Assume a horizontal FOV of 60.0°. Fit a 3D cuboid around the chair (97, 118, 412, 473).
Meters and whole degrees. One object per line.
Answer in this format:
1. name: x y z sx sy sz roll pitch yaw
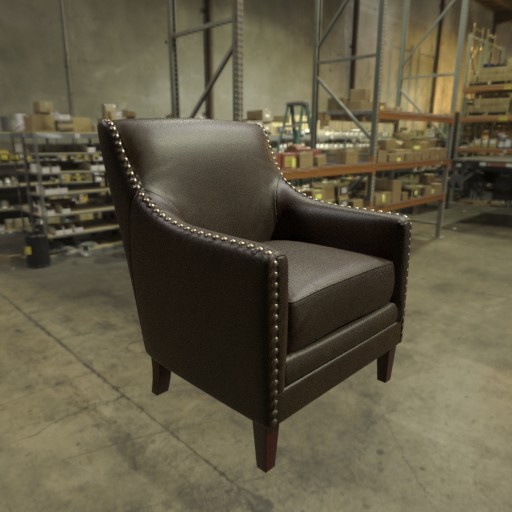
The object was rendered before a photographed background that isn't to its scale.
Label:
1. chair: 0.000 0.000 1.342 0.704 0.813 0.639 15 21 43
